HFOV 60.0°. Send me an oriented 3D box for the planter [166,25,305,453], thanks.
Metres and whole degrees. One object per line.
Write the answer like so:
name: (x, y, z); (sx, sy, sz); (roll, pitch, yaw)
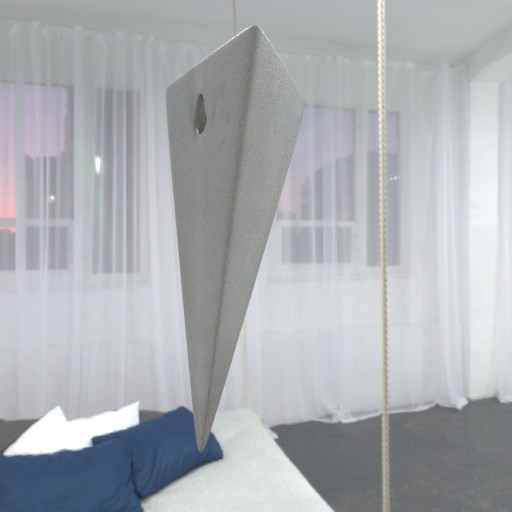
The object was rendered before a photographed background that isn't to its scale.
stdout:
planter: (0.000, 0.000, 0.160); (0.047, 0.130, 0.058); (0, -1, -36)
